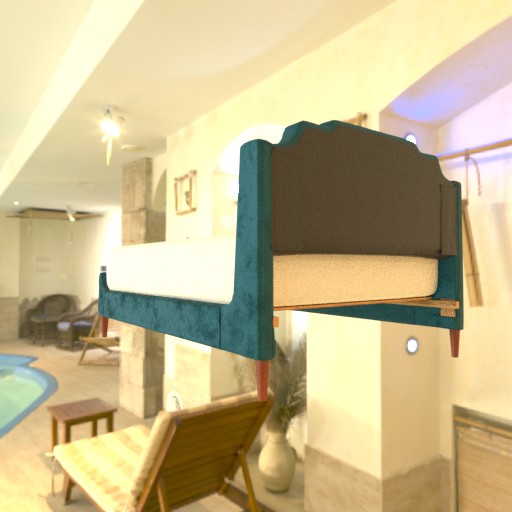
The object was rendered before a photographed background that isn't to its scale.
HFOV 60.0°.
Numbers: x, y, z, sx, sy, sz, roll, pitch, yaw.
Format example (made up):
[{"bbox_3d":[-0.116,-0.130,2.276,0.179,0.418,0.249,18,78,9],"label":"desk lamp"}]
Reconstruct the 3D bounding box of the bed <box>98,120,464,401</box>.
[{"bbox_3d":[0.000,0.000,3.333,1.678,1.338,2.322,1,-2,-36],"label":"bed"}]
